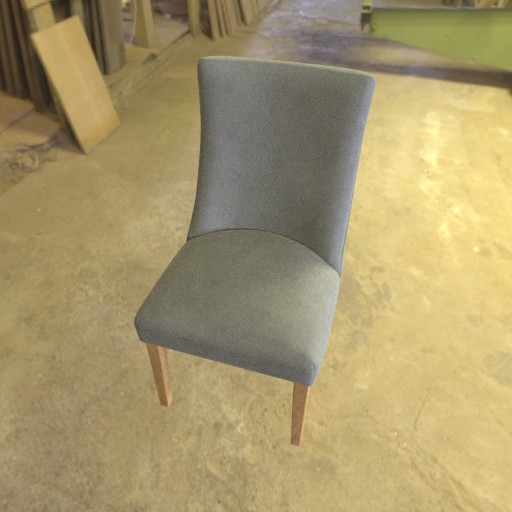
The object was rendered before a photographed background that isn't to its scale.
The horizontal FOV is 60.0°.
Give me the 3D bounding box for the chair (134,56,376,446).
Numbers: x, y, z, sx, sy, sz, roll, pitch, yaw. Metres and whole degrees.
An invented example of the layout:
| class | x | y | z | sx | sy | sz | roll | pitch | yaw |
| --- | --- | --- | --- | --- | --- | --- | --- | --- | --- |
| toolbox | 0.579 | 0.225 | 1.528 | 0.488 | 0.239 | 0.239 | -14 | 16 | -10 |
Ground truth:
| class | x | y | z | sx | sy | sz | roll | pitch | yaw |
| --- | --- | --- | --- | --- | --- | --- | --- | --- | --- |
| chair | 0.000 | 0.000 | 1.264 | 0.495 | 0.902 | 0.610 | 12 | 43 | 13 |
